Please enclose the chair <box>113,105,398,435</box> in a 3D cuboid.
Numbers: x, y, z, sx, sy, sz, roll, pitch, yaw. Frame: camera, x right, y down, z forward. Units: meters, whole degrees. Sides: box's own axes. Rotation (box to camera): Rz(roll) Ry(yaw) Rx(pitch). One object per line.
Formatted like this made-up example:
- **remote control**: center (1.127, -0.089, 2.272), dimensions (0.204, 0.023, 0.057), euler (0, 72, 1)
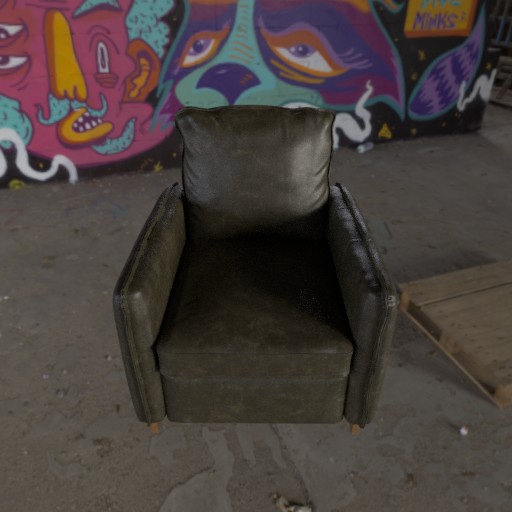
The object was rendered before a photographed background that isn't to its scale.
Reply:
- **chair**: center (0.000, 0.000, 1.613), dimensions (0.830, 0.921, 0.921), euler (0, 32, 0)
